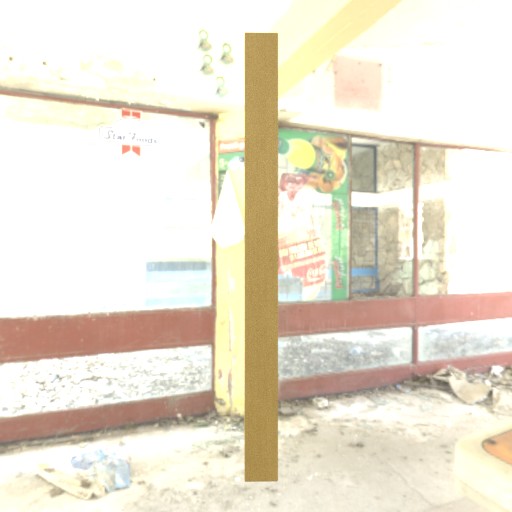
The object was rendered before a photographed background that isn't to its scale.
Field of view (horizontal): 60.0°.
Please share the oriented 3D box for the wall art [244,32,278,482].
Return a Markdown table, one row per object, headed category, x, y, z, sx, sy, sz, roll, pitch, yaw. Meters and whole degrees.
| category | x | y | z | sx | sy | sz | roll | pitch | yaw |
| --- | --- | --- | --- | --- | --- | --- | --- | --- | --- |
| wall art | 0.000 | 0.000 | 0.754 | 0.038 | 0.508 | 0.508 | 0 | 1 | -1 |
